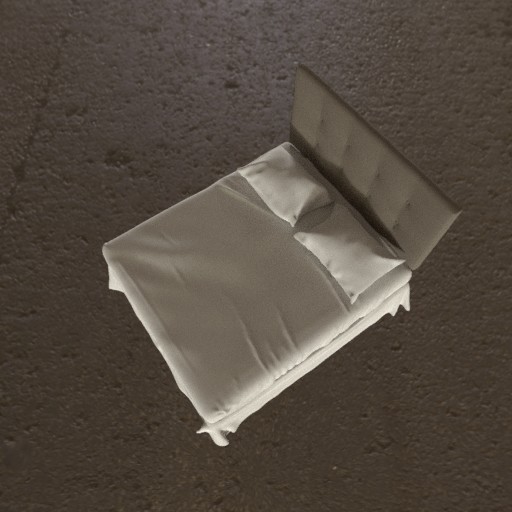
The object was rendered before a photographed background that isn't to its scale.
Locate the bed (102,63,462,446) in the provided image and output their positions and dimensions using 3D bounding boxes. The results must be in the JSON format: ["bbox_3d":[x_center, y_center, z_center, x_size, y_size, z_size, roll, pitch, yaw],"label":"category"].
[{"bbox_3d":[0.000,0.000,3.496,2.222,1.577,1.936,-32,68,-15],"label":"bed"}]
